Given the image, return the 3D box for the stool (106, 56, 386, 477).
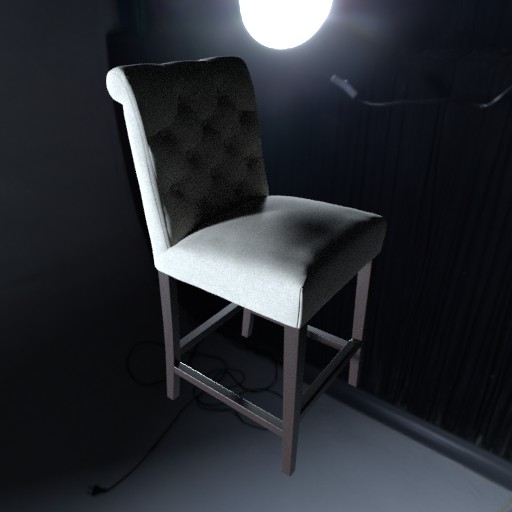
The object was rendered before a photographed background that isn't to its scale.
[{"bbox_3d":[0.000,0.000,1.310,0.601,1.040,0.493,19,34,31],"label":"stool"}]
